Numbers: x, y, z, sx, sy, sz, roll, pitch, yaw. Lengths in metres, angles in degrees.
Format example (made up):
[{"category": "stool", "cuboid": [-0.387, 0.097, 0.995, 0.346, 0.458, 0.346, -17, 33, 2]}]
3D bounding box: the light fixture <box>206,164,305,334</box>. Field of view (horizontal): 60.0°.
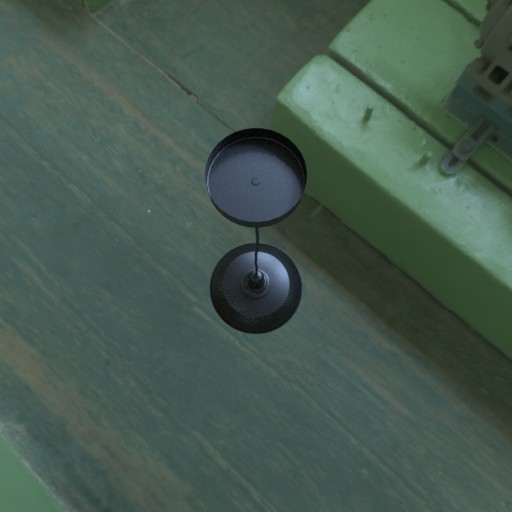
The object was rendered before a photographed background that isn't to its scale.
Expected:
[{"category": "light fixture", "cuboid": [0.000, 0.000, 1.157, 0.331, 0.993, 0.331, 40, 79, 10]}]
